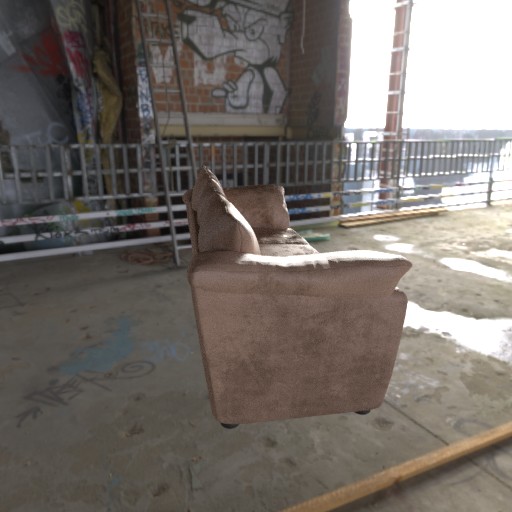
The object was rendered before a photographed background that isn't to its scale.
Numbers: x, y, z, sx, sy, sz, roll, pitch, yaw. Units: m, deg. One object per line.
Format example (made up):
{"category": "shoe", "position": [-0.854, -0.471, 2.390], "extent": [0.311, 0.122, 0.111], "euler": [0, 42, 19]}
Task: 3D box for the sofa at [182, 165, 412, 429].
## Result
{"category": "sofa", "position": [0.000, 0.000, 2.808], "extent": [0.893, 0.981, 2.377], "euler": [-3, 16, -9]}
